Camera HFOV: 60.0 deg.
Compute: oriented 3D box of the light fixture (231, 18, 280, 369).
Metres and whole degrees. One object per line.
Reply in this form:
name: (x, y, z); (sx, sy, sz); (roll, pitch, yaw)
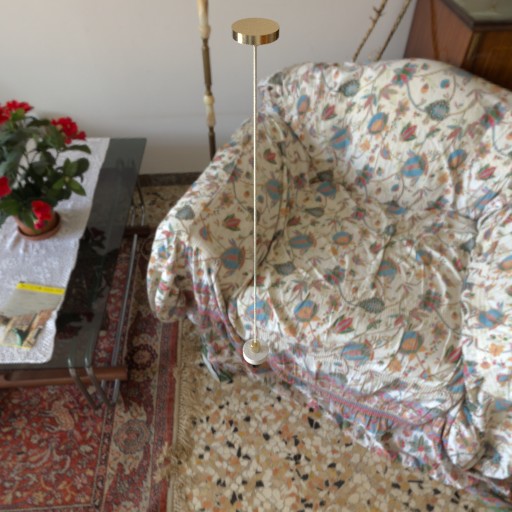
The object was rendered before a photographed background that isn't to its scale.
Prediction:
light fixture: (0.000, 0.000, 1.712); (0.129, 1.669, 0.129); (-31, 54, -26)
